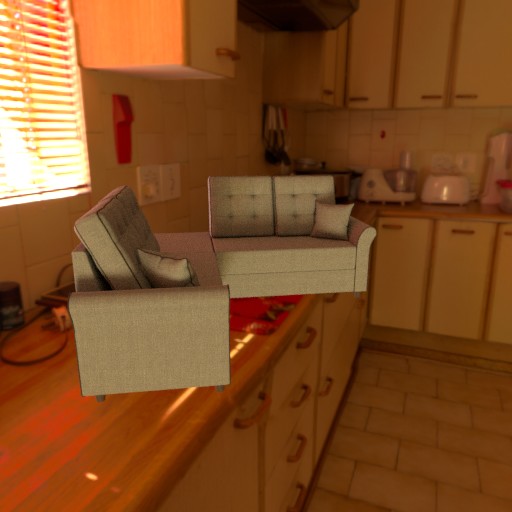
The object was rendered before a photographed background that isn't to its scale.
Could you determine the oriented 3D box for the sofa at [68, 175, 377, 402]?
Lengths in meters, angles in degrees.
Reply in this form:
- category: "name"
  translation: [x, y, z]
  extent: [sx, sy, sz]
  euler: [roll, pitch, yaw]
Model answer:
- category: "sofa"
  translation: [0.000, 0.000, 3.197]
  extent: [2.070, 0.988, 2.068]
  euler: [-2, 16, -8]
